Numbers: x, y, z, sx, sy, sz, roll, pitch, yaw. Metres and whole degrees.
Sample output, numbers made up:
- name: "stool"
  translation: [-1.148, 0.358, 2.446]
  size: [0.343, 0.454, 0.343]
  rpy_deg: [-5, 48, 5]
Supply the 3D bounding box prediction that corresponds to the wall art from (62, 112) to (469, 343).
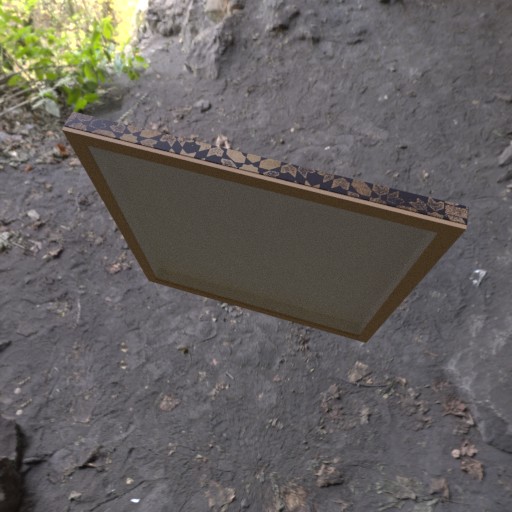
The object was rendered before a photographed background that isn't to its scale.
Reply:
- name: "wall art"
  translation: [0.000, 0.000, 0.925]
  size: [0.612, 0.612, 0.038]
  rpy_deg: [15, 65, 7]
